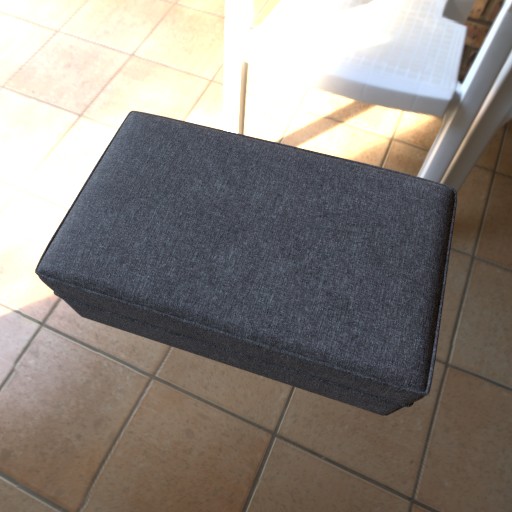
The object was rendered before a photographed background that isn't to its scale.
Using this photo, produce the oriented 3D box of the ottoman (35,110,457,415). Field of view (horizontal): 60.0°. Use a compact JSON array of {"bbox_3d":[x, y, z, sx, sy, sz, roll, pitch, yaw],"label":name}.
[{"bbox_3d":[0.000,0.000,1.537,1.184,0.487,0.717,16,64,8],"label":"ottoman"}]
